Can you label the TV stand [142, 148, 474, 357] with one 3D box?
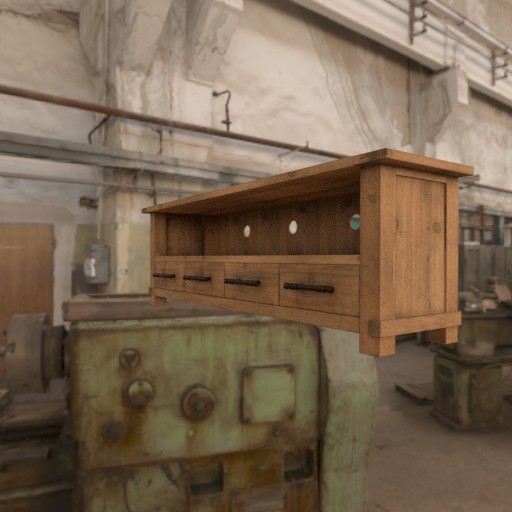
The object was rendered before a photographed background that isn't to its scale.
[{"bbox_3d":[0.000,0.000,2.035,0.453,0.573,1.804,0,0,-35],"label":"TV stand"}]
